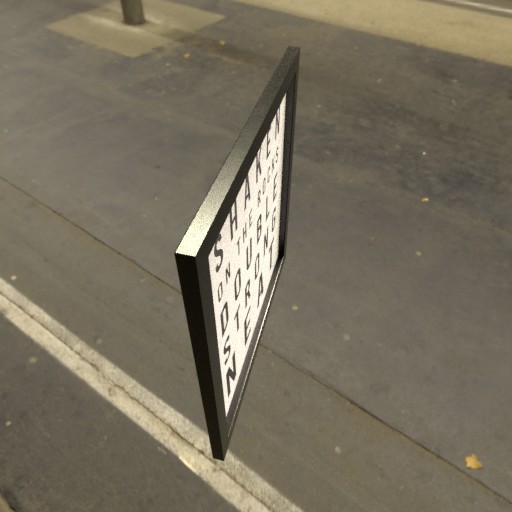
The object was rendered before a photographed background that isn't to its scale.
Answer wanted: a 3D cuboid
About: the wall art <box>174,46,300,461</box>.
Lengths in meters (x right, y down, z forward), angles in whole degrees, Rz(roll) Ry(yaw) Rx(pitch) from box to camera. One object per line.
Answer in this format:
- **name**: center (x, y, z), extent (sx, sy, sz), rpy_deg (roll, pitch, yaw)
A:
- **wall art**: center (0.000, 0.000, 0.521), extent (0.014, 0.349, 0.349), rpy_deg (11, 47, 10)
